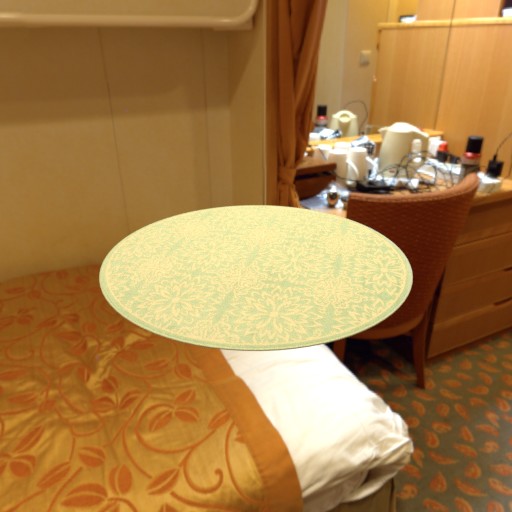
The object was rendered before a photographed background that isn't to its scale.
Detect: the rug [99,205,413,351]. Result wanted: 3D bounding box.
[{"bbox_3d":[0.000,0.000,2.362,1.593,0.012,1.593,0,26,0],"label":"rug"}]
